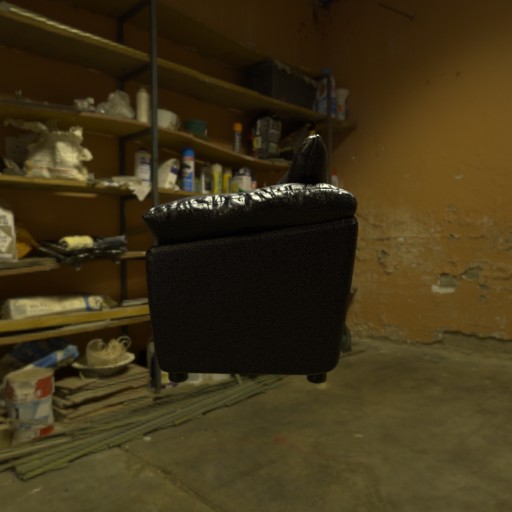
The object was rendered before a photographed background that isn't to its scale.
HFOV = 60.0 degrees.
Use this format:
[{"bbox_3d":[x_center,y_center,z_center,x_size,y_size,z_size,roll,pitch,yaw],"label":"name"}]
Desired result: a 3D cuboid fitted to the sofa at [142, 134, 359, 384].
[{"bbox_3d":[0.000,0.000,2.903,0.880,1.073,2.336,0,1,1],"label":"sofa"}]
